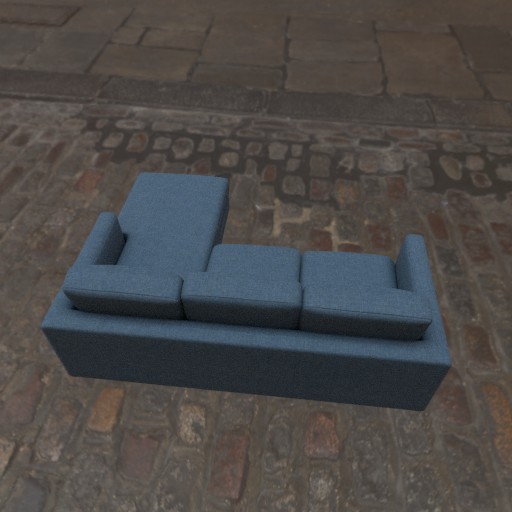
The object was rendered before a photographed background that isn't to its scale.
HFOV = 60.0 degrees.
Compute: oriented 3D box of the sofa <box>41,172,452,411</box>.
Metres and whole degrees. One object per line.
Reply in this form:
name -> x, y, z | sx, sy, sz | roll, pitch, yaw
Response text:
sofa -> 0.000, 0.000, 2.905 | 2.055, 0.957, 1.667 | 4, 46, 4
